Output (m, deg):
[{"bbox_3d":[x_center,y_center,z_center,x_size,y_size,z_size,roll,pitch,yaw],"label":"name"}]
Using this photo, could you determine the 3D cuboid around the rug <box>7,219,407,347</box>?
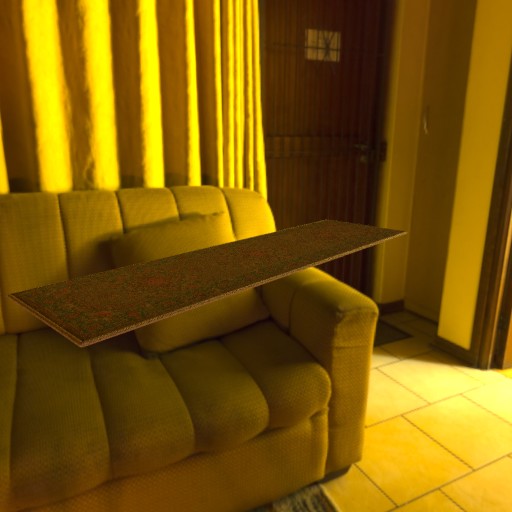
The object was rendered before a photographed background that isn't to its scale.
[{"bbox_3d":[0.000,0.000,2.413,0.659,0.019,2.297,14,21,41],"label":"rug"}]
